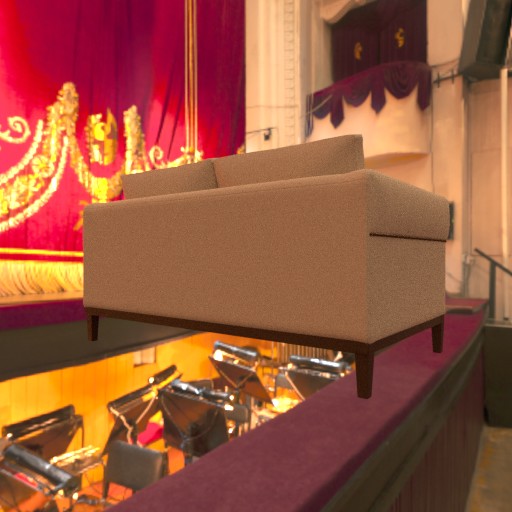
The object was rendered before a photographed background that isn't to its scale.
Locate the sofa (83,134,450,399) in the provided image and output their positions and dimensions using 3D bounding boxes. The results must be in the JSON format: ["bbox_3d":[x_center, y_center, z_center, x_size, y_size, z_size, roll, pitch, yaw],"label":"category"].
[{"bbox_3d":[0.000,0.000,2.157,1.598,0.873,0.905,0,0,38],"label":"sofa"}]
